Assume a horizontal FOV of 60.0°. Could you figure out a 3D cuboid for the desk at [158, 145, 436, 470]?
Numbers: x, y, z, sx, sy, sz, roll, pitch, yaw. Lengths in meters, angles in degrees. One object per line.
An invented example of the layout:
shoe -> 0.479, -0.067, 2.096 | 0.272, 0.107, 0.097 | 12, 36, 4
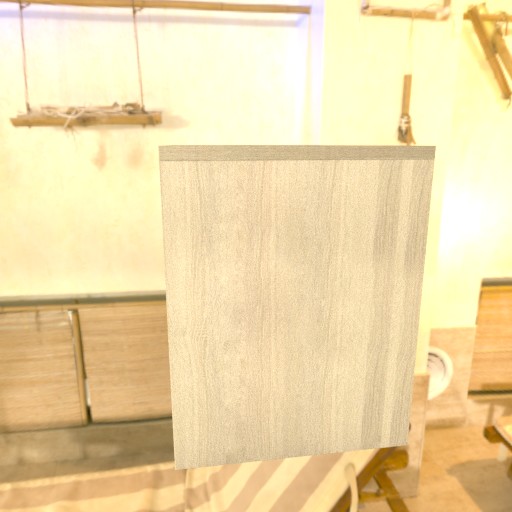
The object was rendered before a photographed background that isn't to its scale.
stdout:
desk -> 0.000, 0.000, 1.508 | 0.600, 0.731, 1.100 | -2, 14, -9
